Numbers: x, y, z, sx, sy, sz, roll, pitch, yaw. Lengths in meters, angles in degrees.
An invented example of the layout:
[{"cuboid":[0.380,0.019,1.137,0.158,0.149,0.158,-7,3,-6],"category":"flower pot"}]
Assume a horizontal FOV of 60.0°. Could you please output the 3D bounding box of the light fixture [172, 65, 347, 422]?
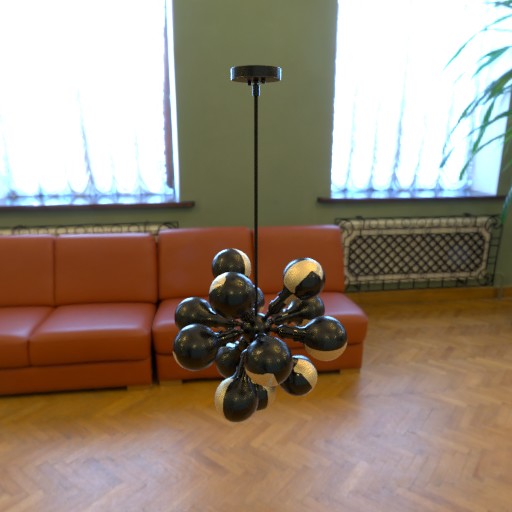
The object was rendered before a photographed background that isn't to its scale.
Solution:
[{"cuboid":[0.000,0.000,1.094,0.420,0.859,0.468,-2,16,-8],"category":"light fixture"}]
